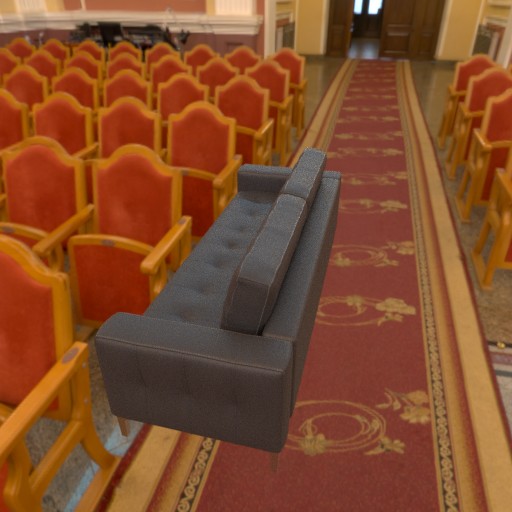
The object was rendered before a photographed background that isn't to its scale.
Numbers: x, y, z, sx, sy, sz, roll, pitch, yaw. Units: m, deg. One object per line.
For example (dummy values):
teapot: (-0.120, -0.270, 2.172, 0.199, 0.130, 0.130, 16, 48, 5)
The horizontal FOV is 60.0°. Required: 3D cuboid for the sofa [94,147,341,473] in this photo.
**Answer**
sofa: (0.000, 0.000, 2.758, 0.833, 0.893, 2.275, 8, 31, 13)
